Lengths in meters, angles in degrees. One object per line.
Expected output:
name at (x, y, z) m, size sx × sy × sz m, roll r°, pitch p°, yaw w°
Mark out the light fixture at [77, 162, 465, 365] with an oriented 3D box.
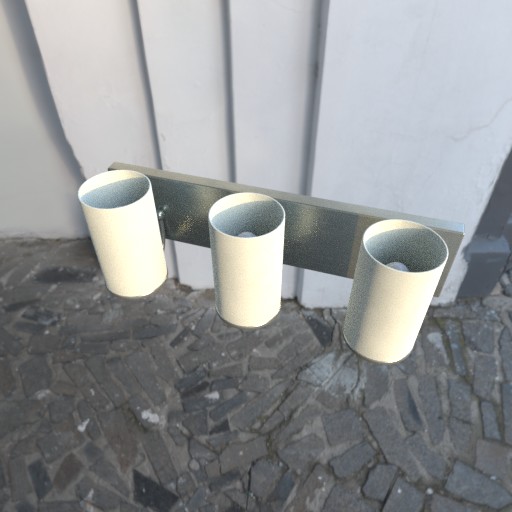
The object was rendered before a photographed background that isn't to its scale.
light fixture at (0.000, 0.000, 0.536) m, size 0.451 × 0.172 × 0.145 m, roll 12°, pitch 44°, yaw 13°
